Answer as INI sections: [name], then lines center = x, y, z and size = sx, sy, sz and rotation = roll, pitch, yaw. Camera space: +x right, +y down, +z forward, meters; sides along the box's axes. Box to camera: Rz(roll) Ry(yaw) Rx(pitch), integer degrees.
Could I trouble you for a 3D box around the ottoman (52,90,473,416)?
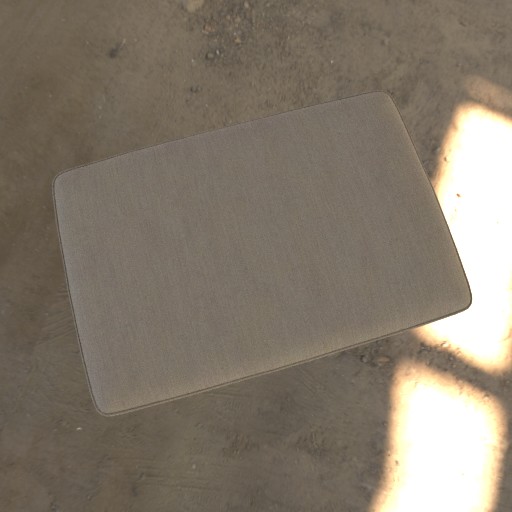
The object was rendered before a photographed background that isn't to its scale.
[ottoman]
center = 0.000, 0.000, 1.273
size = 0.941, 0.480, 0.636
rotation = -16, 77, -4
